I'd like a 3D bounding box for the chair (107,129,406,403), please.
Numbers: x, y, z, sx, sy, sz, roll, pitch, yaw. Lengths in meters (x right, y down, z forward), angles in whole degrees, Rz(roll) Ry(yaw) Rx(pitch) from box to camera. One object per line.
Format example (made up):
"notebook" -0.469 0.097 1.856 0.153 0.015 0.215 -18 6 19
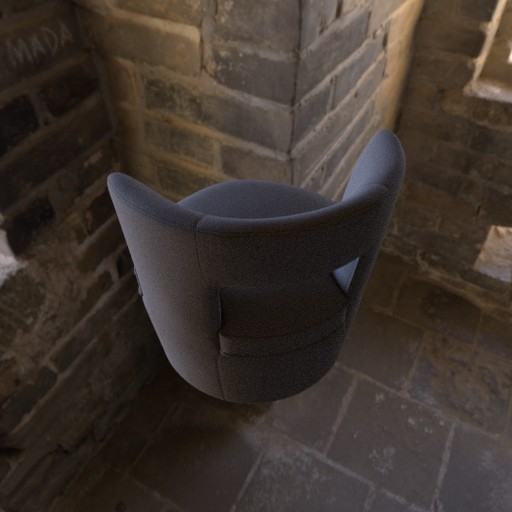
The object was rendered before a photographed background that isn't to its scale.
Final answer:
"chair" 0.000 0.000 1.275 0.689 0.719 0.660 -12 44 -13
